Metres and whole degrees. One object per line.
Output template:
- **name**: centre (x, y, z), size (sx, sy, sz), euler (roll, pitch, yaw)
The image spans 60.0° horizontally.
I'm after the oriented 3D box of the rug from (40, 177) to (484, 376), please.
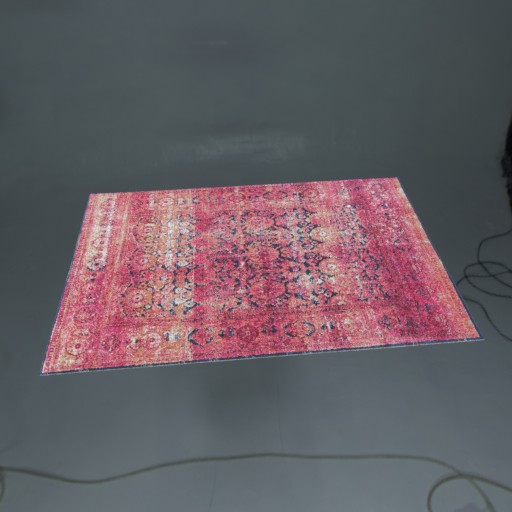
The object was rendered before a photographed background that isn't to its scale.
- **rug**: centre (0.000, 0.000, 2.953), size (2.449, 0.018, 1.539), euler (-4, 46, -4)
